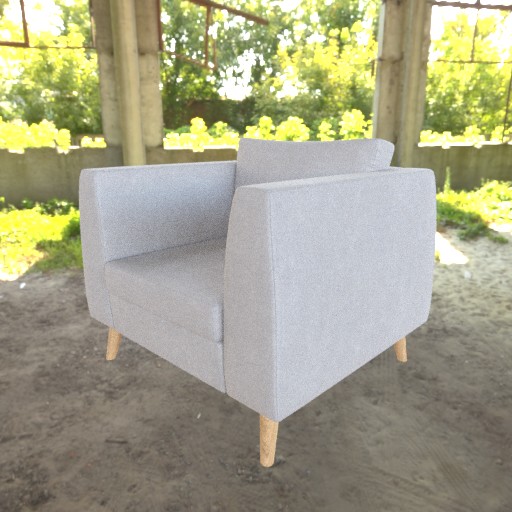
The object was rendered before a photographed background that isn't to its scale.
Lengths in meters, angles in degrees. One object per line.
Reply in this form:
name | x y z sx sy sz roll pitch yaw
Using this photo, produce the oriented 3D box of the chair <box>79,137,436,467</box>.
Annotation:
chair | 0.000 0.000 1.673 1.000 0.860 0.930 14 21 42
